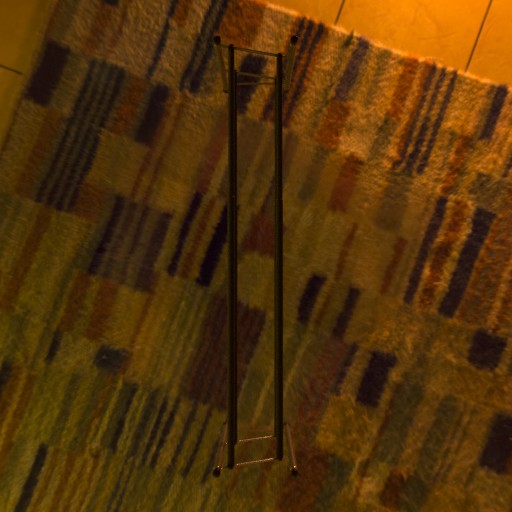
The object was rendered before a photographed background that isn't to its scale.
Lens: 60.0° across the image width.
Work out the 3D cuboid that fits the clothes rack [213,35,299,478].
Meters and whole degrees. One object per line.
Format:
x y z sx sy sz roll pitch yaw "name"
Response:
0.000 0.000 1.339 0.229 0.349 1.168 0 89 0 "clothes rack"
